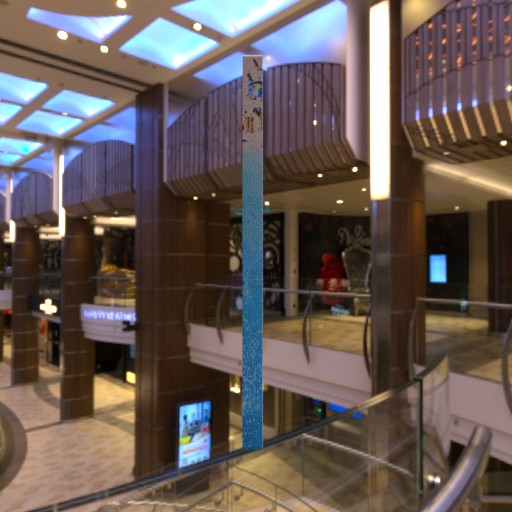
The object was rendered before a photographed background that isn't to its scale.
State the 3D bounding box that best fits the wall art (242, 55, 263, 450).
[{"bbox_3d":[0.000,0.000,1.430,0.040,0.769,1.136,0,-1,1],"label":"wall art"}]
